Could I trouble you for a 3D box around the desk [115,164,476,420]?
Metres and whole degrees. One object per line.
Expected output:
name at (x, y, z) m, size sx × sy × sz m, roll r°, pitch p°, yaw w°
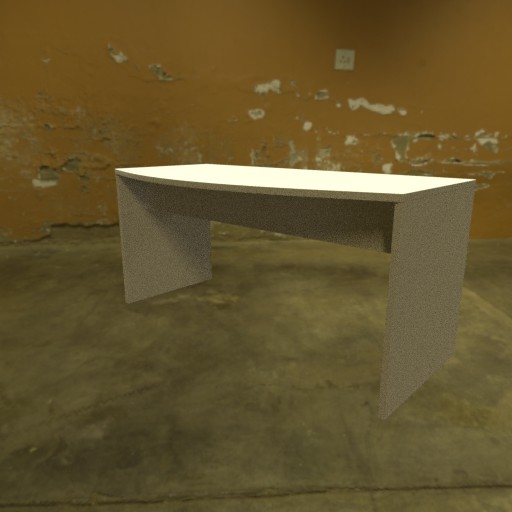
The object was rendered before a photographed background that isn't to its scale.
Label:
desk at (0.000, 0.000, 2.067) m, size 1.600 × 0.750 × 0.802 m, roll 13°, pitch 20°, yaw 41°
